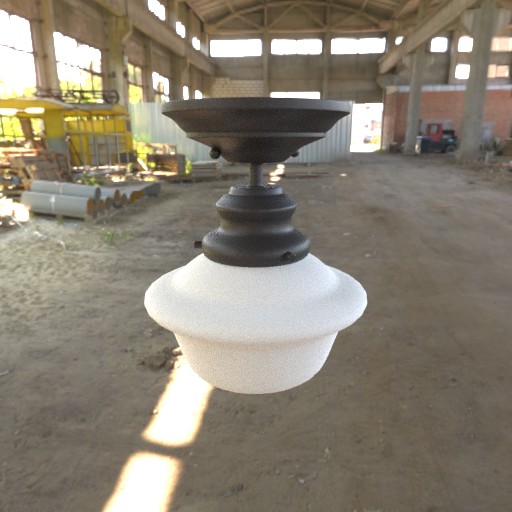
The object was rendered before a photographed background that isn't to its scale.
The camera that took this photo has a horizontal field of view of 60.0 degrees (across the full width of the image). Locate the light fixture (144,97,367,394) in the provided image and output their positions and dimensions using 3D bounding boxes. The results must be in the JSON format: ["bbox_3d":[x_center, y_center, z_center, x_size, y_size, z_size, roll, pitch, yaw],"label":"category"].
[{"bbox_3d":[0.000,0.000,0.393,0.197,0.254,0.197,0,15,0],"label":"light fixture"}]
